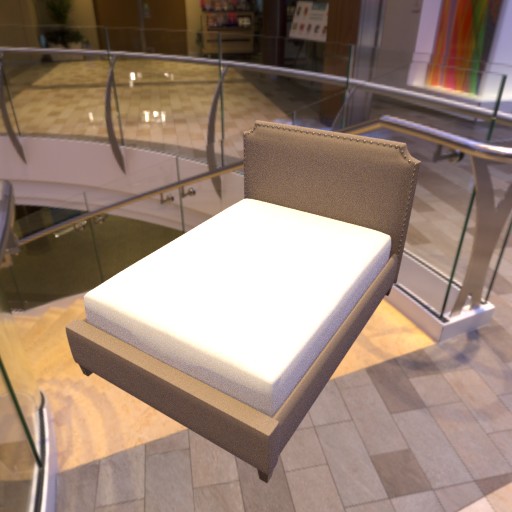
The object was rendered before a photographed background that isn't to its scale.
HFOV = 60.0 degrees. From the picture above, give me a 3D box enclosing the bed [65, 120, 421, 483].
[{"bbox_3d":[0.000,0.000,3.443,1.713,1.443,2.372,18,35,28],"label":"bed"}]
